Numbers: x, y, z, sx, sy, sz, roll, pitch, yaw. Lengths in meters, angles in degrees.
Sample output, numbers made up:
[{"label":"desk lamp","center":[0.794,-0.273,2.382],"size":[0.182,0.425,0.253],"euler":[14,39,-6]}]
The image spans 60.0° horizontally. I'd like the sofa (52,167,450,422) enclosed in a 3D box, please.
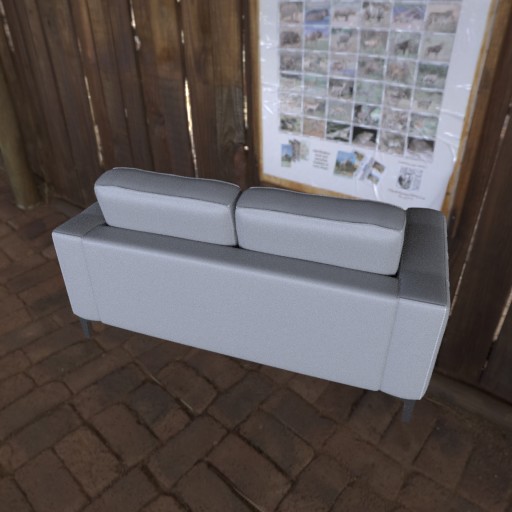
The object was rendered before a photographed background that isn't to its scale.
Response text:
[{"label":"sofa","center":[0.000,0.000,2.188],"size":[1.726,0.892,0.833],"euler":[10,33,16]}]
